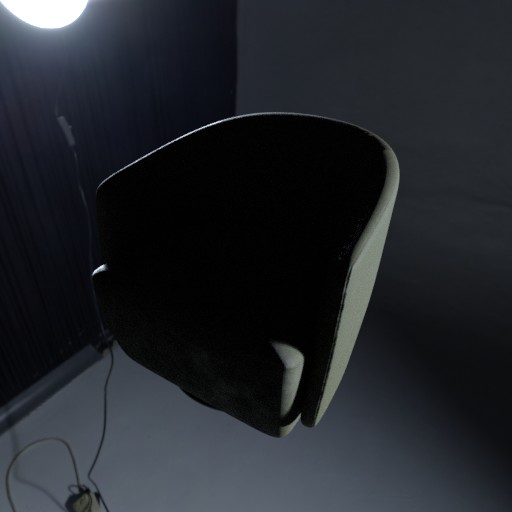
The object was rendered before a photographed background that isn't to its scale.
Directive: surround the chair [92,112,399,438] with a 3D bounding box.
[{"bbox_3d":[0.000,0.000,1.352,0.773,0.698,0.767,19,36,28],"label":"chair"}]
